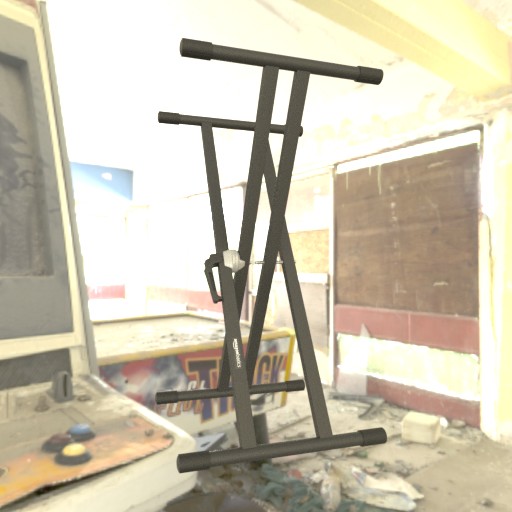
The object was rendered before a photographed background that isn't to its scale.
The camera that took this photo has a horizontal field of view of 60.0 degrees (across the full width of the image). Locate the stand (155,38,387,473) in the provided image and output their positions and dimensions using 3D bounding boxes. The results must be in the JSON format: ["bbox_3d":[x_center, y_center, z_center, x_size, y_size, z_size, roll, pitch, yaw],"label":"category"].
[{"bbox_3d":[0.000,0.000,1.215,0.495,0.900,0.503,0,-1,-18],"label":"stand"}]
